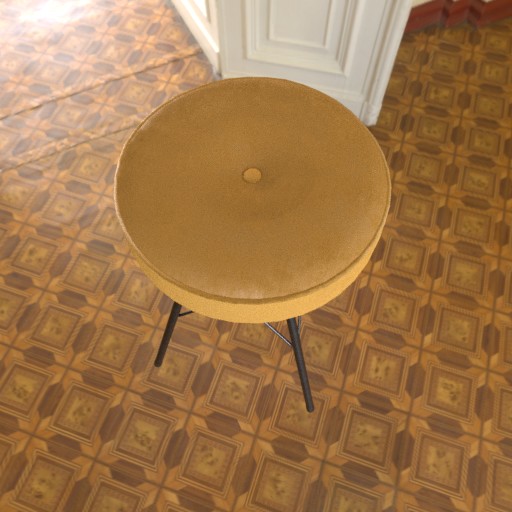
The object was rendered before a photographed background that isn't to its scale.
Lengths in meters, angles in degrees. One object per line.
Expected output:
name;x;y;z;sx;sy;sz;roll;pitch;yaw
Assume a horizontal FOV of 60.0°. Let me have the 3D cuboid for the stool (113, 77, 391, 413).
stool;0.000;0.000;0.933;0.438;0.595;0.472;16;64;8
